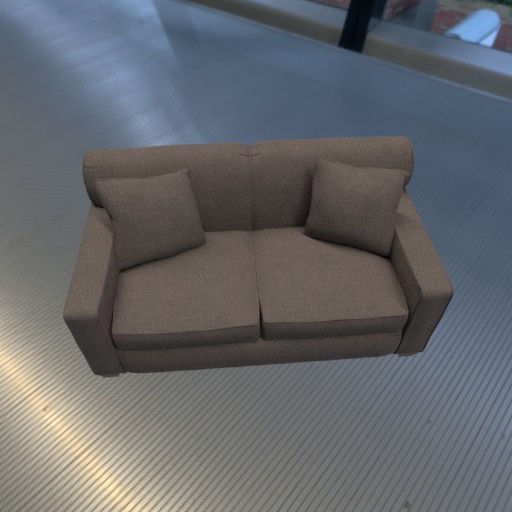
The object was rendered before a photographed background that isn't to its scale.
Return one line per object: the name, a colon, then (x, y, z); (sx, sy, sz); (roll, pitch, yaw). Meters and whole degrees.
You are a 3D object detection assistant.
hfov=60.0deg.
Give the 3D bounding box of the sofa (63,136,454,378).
sofa: (0.000, 0.000, 2.480); (1.846, 0.958, 1.000); (-3, 47, -3)
